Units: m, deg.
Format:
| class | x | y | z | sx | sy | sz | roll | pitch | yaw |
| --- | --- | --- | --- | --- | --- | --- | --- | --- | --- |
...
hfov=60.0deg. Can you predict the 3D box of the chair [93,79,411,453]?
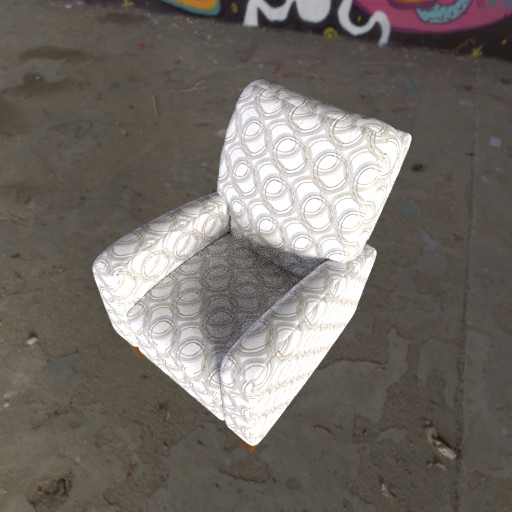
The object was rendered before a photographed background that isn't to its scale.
| class | x | y | z | sx | sy | sz | roll | pitch | yaw |
| --- | --- | --- | --- | --- | --- | --- | --- | --- | --- |
| chair | 0.000 | 0.000 | 1.768 | 0.796 | 1.065 | 0.995 | 31 | 54 | 26 |
